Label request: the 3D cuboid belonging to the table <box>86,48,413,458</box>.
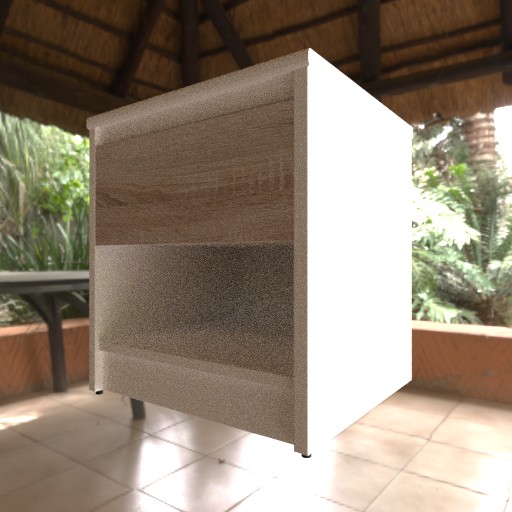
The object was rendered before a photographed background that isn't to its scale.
[{"bbox_3d":[0.000,0.000,0.765,0.420,0.460,0.380,0,0,36],"label":"table"}]
